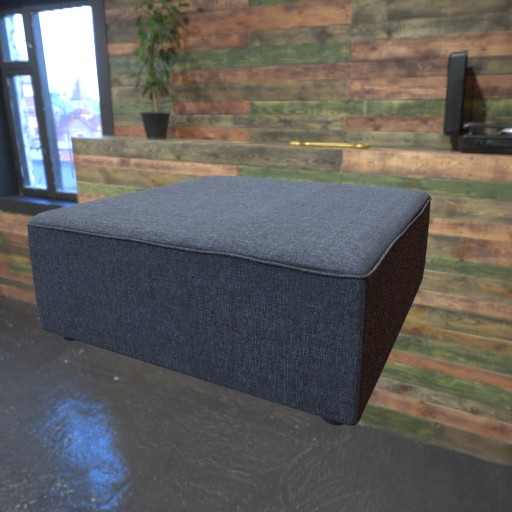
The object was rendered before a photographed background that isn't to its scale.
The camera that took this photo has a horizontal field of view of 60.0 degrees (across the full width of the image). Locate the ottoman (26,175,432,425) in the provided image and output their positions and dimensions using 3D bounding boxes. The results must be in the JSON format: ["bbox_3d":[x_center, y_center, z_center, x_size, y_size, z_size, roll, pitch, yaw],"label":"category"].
[{"bbox_3d":[0.000,0.000,1.530,1.017,0.423,1.023,9,20,26],"label":"ottoman"}]
